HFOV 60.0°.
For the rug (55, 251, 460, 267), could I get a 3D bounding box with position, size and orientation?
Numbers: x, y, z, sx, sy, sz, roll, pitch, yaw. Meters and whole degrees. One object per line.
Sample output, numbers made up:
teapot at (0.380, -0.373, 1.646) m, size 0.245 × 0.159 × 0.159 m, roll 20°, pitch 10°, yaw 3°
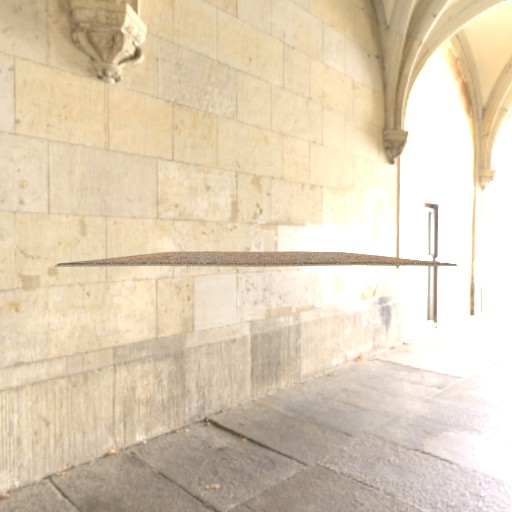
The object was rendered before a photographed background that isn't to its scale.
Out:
rug at (0.000, 0.000, 3.882) m, size 2.158 × 0.024 × 3.063 m, roll 0°, pitch 2°, yaw 0°
